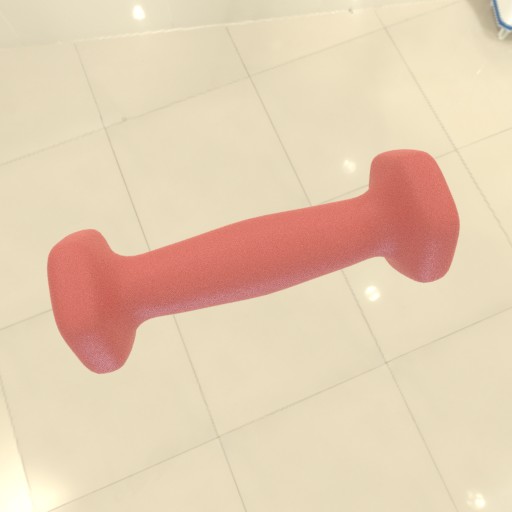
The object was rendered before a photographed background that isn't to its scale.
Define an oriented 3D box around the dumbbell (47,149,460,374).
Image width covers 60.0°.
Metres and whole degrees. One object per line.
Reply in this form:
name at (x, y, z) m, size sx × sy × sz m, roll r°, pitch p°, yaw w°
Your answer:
dumbbell at (0.000, 0.000, 0.144) m, size 0.123 × 0.043 × 0.047 m, roll -15°, pitch 76°, yaw -4°
